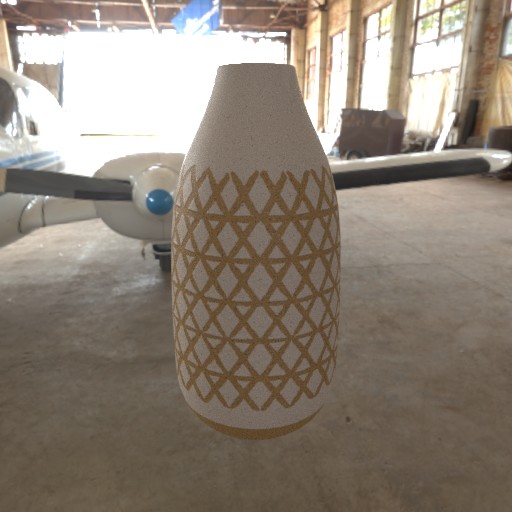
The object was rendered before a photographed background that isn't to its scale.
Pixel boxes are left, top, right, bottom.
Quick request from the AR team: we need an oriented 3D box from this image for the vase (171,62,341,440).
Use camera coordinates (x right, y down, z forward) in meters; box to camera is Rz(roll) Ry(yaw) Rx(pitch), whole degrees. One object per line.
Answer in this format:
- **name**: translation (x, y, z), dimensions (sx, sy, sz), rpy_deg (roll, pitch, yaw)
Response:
- **vase**: translation (0.000, 0.000, 0.481), dimensions (0.186, 0.380, 0.186), rpy_deg (0, 17, 0)
